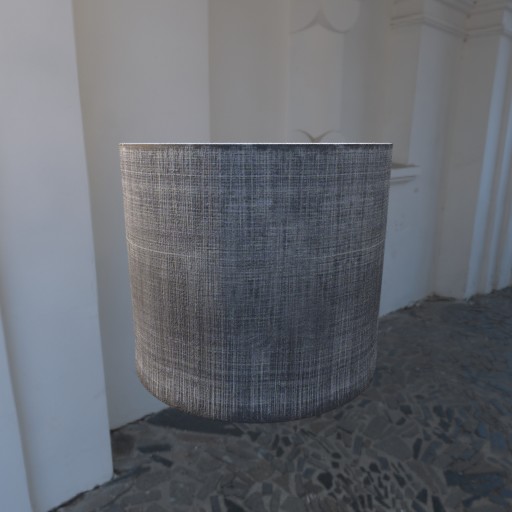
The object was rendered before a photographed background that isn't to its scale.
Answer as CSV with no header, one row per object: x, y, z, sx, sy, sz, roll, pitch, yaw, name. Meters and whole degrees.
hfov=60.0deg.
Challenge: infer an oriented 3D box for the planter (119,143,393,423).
0.000,0.000,0.320,0.178,0.157,0.178,0,14,0,planter
